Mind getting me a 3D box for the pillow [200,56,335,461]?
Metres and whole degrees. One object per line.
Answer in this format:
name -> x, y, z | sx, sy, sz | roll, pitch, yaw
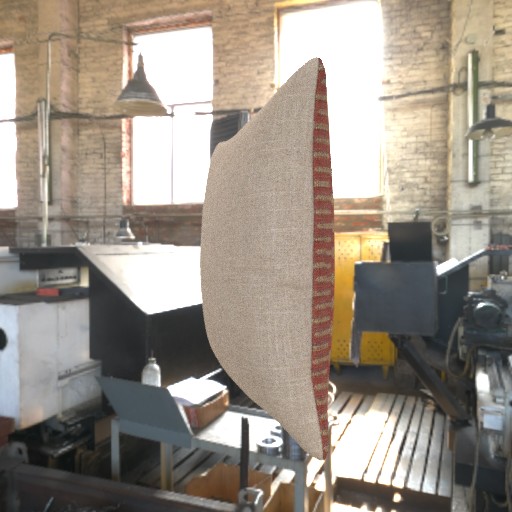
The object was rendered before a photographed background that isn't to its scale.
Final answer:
pillow -> 0.000, 0.000, 0.787 | 0.182, 0.503, 0.511 | -1, 2, -18
